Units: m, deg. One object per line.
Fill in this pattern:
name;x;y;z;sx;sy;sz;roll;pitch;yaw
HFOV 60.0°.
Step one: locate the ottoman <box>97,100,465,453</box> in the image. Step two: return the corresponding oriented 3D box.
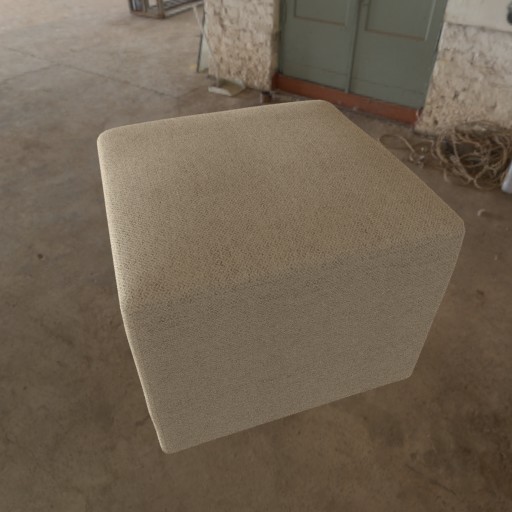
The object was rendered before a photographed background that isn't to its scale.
ottoman;0.000;0.000;0.896;0.521;0.453;0.512;-13;43;-14
